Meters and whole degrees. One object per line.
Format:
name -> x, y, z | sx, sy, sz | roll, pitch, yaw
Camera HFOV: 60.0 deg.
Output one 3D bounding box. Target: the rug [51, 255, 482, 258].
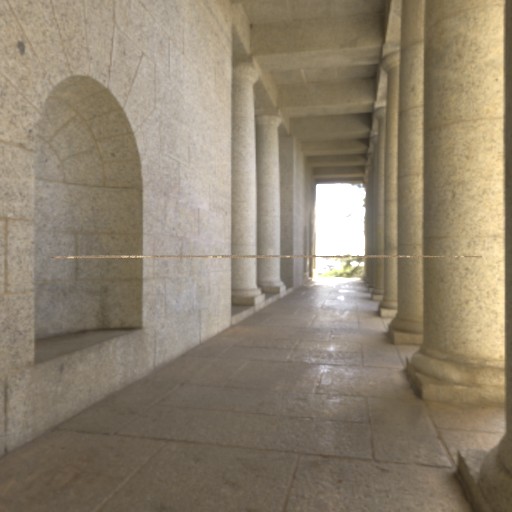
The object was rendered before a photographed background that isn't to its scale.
rug -> 0.000, 0.000, 2.232 | 1.748, 0.010, 1.142 | 0, 0, -17
